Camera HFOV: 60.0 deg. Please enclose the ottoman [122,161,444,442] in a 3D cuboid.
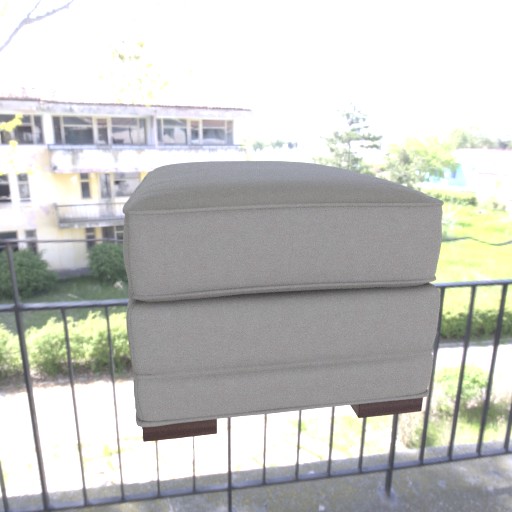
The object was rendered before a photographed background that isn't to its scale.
[{"bbox_3d":[0.000,0.000,1.192,0.611,0.482,0.848,-3,16,-9],"label":"ottoman"}]
